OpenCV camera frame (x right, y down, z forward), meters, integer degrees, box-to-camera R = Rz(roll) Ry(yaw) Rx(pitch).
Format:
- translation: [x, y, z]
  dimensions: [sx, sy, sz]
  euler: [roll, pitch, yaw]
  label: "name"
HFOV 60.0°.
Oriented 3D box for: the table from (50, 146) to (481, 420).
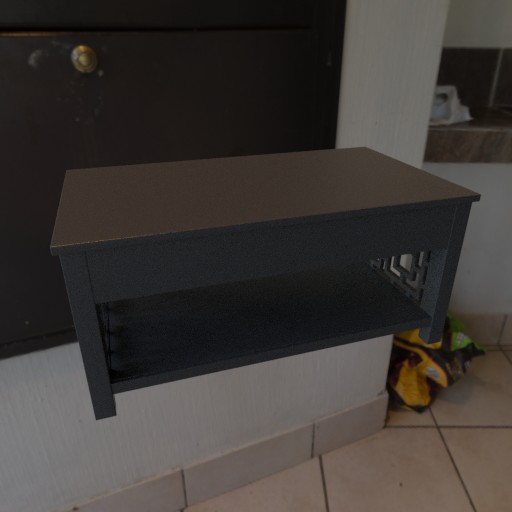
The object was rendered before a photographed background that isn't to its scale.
- translation: [0.000, 0.000, 1.407]
  dimensions: [1.068, 0.493, 0.612]
  euler: [-8, 28, -16]
  label: "table"
